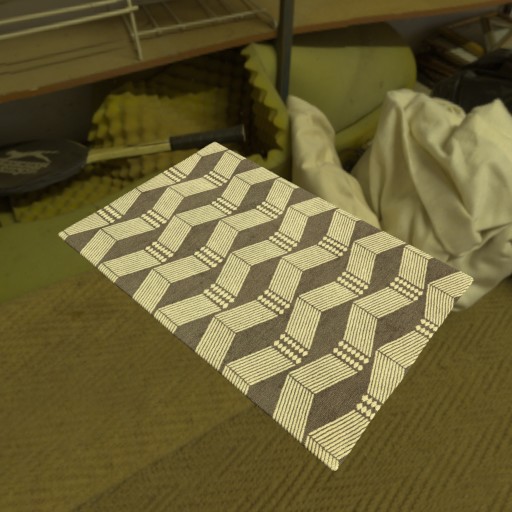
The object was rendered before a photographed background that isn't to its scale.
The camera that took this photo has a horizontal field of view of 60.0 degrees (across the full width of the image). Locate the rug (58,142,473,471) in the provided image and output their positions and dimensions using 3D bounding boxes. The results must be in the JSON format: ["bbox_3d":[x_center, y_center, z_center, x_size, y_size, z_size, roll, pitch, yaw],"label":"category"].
[{"bbox_3d":[0.000,0.000,2.312,1.833,0.016,1.210,33,55,27],"label":"rug"}]
